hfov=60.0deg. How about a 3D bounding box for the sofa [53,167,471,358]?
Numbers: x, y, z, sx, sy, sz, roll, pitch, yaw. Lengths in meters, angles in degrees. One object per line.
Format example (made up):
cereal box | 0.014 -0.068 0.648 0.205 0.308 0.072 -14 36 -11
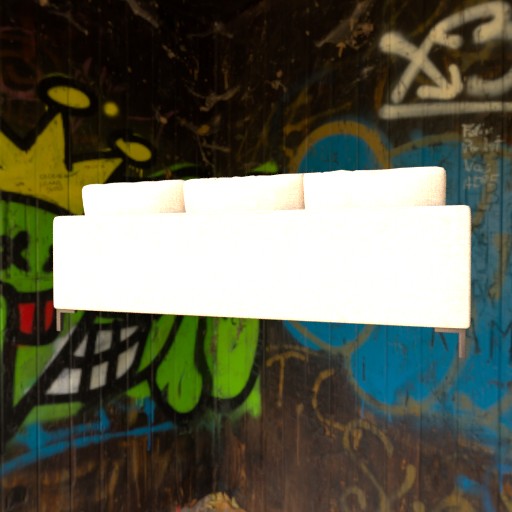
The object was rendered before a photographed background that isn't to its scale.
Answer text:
sofa | 0.000 0.000 2.644 2.218 0.874 0.859 0 1 17
